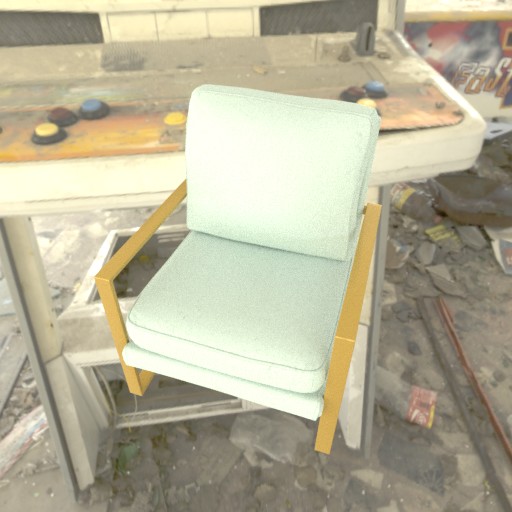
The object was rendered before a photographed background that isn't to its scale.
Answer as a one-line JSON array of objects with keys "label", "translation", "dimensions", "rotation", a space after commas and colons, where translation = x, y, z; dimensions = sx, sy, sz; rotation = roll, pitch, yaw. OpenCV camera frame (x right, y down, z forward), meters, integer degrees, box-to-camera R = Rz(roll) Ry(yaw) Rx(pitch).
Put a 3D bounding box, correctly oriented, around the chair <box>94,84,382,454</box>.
[{"label": "chair", "translation": [0.000, 0.000, 1.528], "dimensions": [0.758, 0.956, 0.813], "rotation": [12, 42, 14]}]
